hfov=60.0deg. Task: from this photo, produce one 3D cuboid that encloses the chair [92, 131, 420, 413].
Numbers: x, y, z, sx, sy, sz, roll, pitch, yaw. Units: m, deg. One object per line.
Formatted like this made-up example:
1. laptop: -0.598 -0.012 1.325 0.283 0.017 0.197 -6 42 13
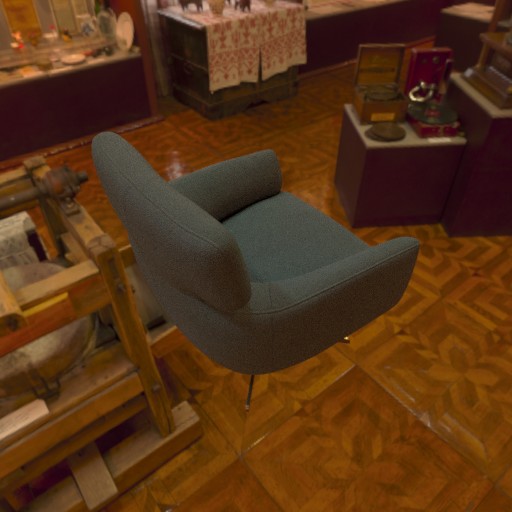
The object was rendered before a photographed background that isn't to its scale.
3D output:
1. chair: 0.000 0.000 1.427 0.761 0.813 0.738 -26 47 -27
